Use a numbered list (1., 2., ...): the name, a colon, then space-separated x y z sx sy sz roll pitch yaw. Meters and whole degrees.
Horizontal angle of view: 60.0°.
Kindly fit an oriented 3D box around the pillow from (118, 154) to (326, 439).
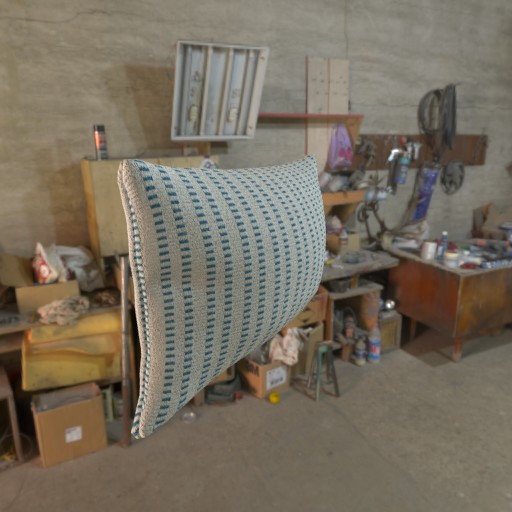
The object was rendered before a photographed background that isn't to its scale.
1. pillow: 0.000 0.000 0.798 0.210 0.353 0.640 7 15 26
